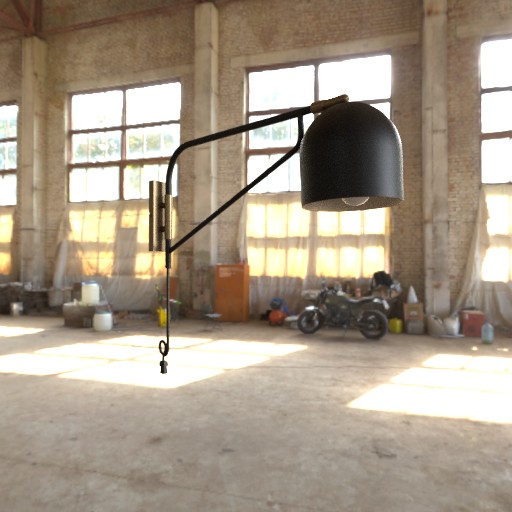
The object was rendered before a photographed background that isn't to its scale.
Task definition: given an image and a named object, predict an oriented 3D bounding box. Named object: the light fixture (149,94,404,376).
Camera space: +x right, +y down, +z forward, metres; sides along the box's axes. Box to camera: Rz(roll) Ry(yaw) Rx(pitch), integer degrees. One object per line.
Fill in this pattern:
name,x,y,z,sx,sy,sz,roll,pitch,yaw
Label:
light fixture,0.000,0.000,1.096,0.720,0.696,0.215,0,-1,37
